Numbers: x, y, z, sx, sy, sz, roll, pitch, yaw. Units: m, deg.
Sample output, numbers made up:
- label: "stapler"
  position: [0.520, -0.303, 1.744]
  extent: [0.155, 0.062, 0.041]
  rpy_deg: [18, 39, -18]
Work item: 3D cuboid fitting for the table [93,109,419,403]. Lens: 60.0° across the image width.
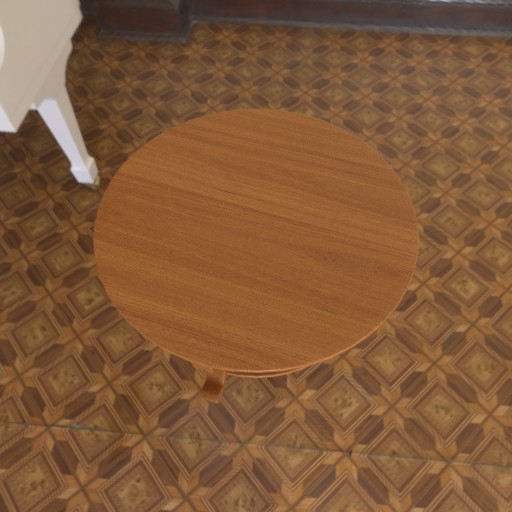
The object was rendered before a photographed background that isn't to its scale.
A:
- label: "table"
  position: [0.000, 0.000, 1.622]
  extent: [1.029, 0.490, 1.029]
  rpy_deg: [0, 57, 0]
